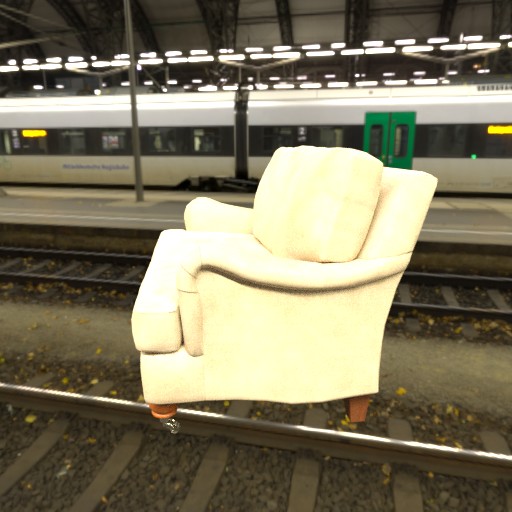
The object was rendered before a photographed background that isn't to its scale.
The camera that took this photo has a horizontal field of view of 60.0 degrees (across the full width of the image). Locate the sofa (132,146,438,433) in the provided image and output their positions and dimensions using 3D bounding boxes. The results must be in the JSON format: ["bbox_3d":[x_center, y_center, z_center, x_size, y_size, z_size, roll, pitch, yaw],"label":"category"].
[{"bbox_3d":[0.000,0.000,2.253,1.086,1.087,1.498,-2,14,-8],"label":"sofa"}]
